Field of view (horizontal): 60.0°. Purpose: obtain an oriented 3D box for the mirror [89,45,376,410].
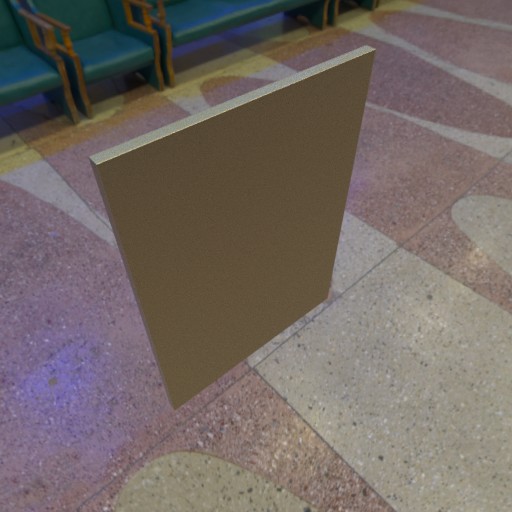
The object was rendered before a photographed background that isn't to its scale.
[{"bbox_3d":[0.000,0.000,1.325,0.756,1.023,0.032,-32,55,-26],"label":"mirror"}]
